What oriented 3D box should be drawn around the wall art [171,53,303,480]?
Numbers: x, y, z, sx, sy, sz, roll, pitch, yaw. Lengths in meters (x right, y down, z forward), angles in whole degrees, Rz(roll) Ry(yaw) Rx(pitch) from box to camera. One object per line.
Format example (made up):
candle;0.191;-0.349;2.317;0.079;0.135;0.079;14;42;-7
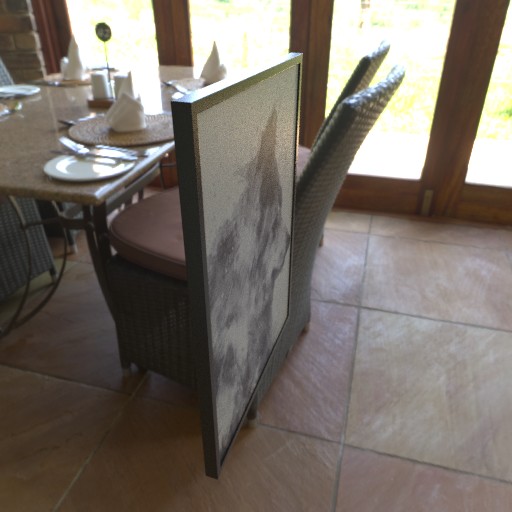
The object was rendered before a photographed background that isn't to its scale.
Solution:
wall art;0.000;0.000;1.359;0.039;1.061;0.804;10;32;16
